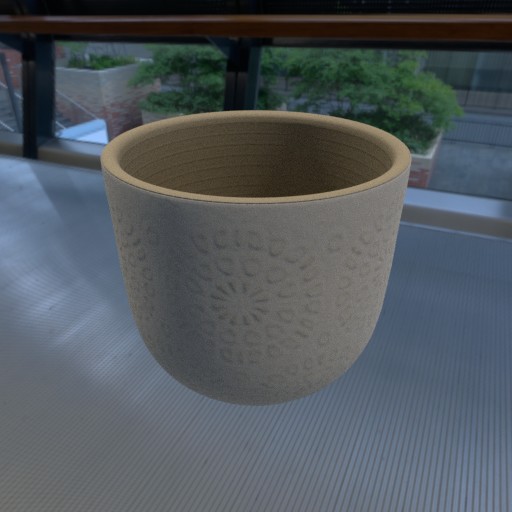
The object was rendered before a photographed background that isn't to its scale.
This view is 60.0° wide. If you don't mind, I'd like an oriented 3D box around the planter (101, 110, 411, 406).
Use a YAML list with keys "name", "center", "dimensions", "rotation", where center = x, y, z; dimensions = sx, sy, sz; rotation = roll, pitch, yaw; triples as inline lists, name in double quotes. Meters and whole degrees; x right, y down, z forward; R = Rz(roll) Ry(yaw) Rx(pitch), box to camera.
- name: "planter"
  center: [0.000, 0.000, 0.212]
  dimensions: [0.124, 0.109, 0.124]
  rotation: [0, 30, 0]
